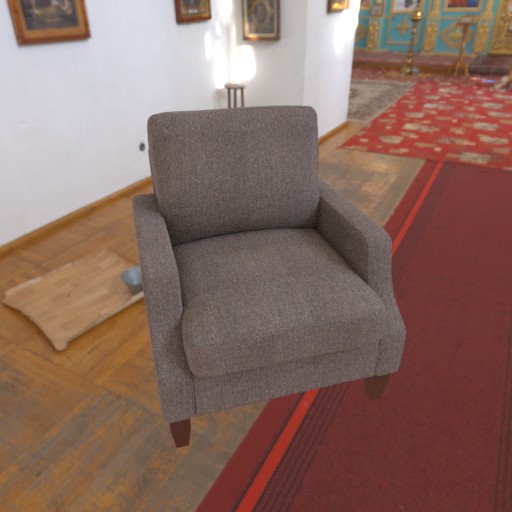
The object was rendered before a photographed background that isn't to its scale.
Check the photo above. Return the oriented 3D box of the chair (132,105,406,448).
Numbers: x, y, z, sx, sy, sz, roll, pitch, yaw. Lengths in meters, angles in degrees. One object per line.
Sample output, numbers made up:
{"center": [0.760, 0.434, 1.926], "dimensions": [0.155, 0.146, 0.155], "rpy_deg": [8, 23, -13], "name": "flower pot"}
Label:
{"center": [0.000, 0.000, 1.688], "dimensions": [0.855, 0.993, 0.897], "rpy_deg": [-8, 30, -14], "name": "chair"}
